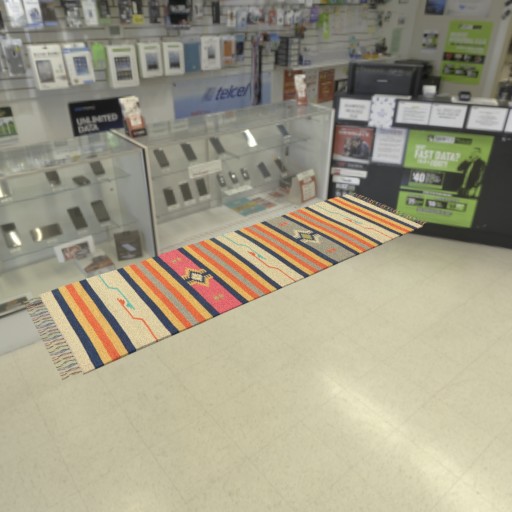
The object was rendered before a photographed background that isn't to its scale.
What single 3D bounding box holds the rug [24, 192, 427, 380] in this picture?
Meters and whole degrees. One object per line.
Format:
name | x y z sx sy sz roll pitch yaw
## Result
rug | 0.000 0.000 2.654 2.455 0.017 0.695 -20 36 -31
